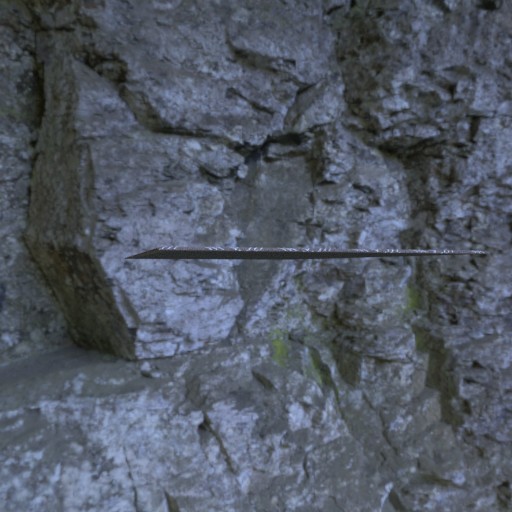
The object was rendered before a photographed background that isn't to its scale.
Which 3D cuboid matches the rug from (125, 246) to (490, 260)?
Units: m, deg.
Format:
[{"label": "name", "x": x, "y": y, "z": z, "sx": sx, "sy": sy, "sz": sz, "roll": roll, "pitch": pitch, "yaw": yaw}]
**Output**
[{"label": "rug", "x": 0.000, "y": 0.000, "z": 2.335, "sx": 1.239, "sy": 0.012, "sz": 1.836, "roll": 0, "pitch": -1, "yaw": -19}]
